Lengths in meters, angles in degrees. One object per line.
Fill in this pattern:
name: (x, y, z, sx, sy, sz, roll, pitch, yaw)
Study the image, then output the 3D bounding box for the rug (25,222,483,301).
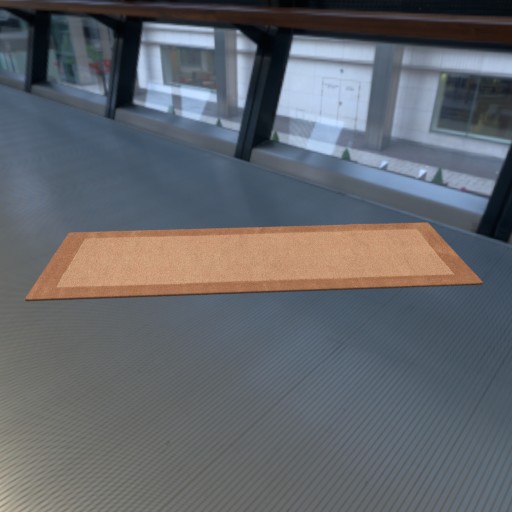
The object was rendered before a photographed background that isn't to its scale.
rug: (0.000, 0.000, 2.677, 2.439, 0.017, 0.764, -2, 30, -3)
